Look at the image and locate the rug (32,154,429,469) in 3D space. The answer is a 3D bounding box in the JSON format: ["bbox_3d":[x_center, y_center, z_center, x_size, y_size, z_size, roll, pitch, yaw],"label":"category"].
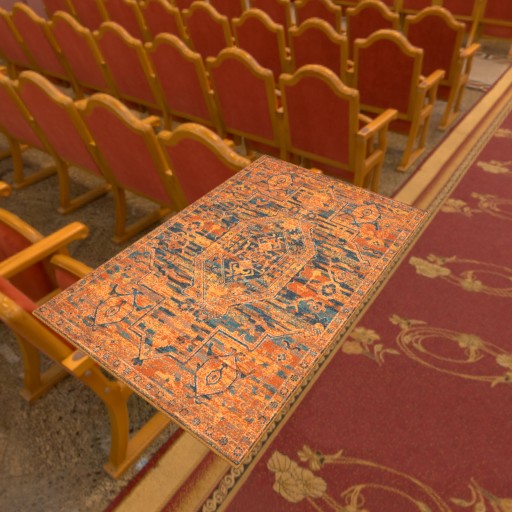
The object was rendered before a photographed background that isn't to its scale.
[{"bbox_3d":[0.000,0.000,1.084,0.557,0.008,0.863,26,47,26],"label":"rug"}]
